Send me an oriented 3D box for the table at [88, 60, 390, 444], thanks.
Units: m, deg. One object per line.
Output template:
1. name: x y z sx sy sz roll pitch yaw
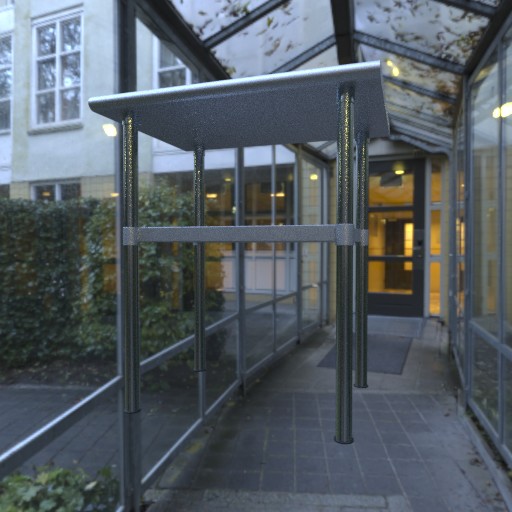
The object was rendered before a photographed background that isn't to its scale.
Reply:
1. table: 0.000 0.000 1.363 0.762 0.876 0.584 0 1 19
